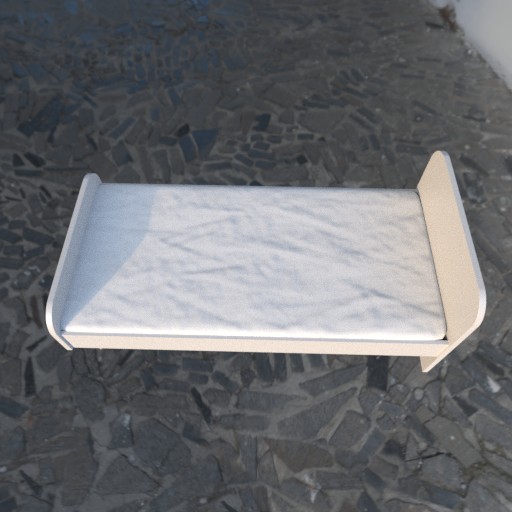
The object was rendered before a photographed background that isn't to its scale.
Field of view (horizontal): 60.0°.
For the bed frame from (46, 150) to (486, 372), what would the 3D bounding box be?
[{"bbox_3d":[0.000,0.000,2.429,1.963,0.805,0.998,1,59,1],"label":"bed frame"}]
